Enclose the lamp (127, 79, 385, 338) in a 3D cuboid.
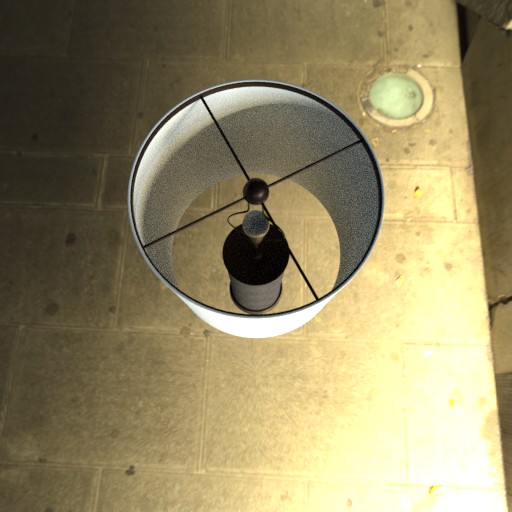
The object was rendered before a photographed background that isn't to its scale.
[{"bbox_3d":[0.000,0.000,0.809,0.301,0.630,0.301,17,76,4],"label":"lamp"}]
